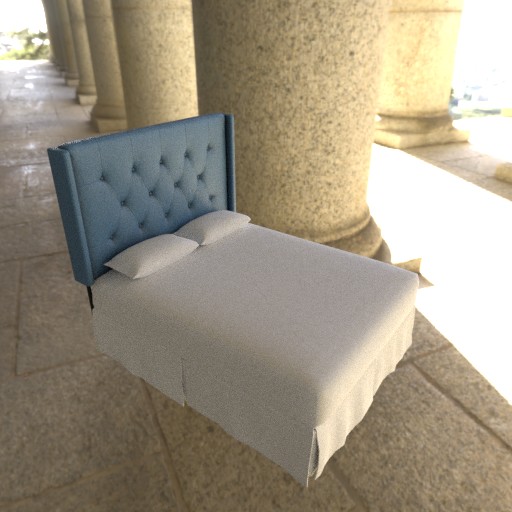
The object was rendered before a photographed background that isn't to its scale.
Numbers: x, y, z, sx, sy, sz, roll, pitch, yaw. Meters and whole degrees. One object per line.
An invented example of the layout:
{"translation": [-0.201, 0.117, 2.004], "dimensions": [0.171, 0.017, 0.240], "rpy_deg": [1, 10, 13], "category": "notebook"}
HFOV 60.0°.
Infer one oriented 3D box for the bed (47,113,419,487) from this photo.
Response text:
{"translation": [0.000, 0.000, 3.271], "dimensions": [2.078, 1.665, 1.719], "rpy_deg": [19, 33, 32], "category": "bed"}
